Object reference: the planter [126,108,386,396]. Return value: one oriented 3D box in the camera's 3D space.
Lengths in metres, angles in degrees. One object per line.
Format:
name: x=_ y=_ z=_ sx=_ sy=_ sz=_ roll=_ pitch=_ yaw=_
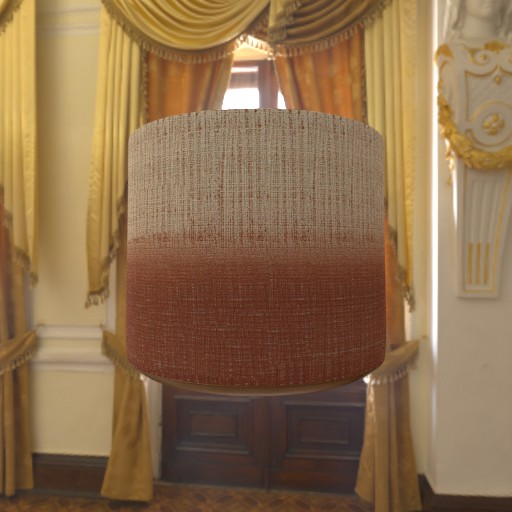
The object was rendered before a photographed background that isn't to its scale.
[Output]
planter: x=0.000 y=0.000 z=0.450 sx=0.254 sy=0.221 sz=0.254 roll=0 pitch=0 yaw=0
